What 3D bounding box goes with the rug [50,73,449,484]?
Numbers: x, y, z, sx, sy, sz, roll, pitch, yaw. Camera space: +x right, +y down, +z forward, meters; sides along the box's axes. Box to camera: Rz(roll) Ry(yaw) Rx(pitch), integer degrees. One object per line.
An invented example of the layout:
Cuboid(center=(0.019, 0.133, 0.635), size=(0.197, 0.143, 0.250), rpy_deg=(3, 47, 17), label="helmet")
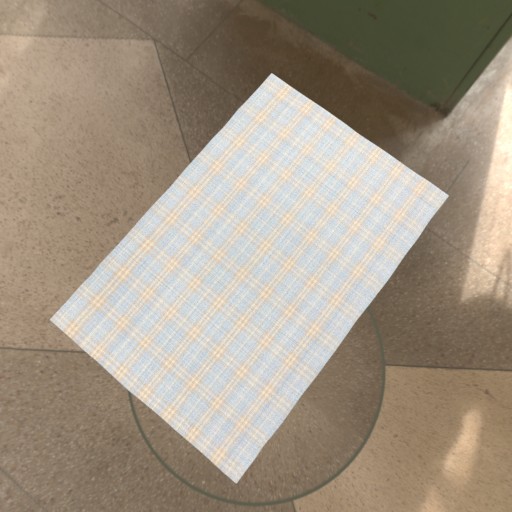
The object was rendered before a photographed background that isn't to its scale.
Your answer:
Cuboid(center=(0.000, 0.000, 2.324), size=(1.231, 0.012, 1.835), rpy_deg=(38, 79, 8), label="rug")
